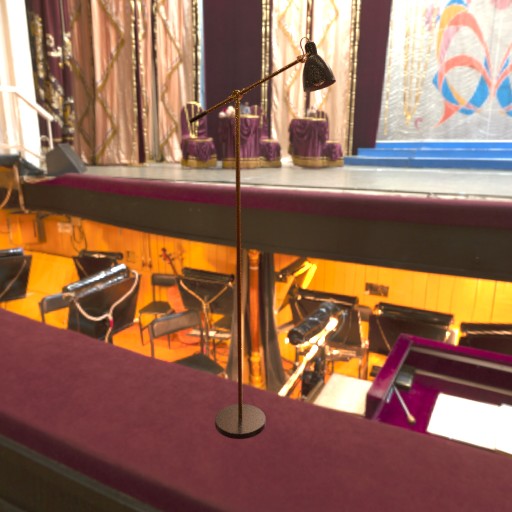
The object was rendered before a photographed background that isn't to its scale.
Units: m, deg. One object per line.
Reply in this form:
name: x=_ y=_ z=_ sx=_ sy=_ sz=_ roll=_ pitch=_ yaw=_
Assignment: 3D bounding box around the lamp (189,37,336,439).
lamp: x=0.000 y=0.000 z=1.838 sx=0.618 sy=1.628 sz=0.235 roll=7 pitch=16 yaw=26
